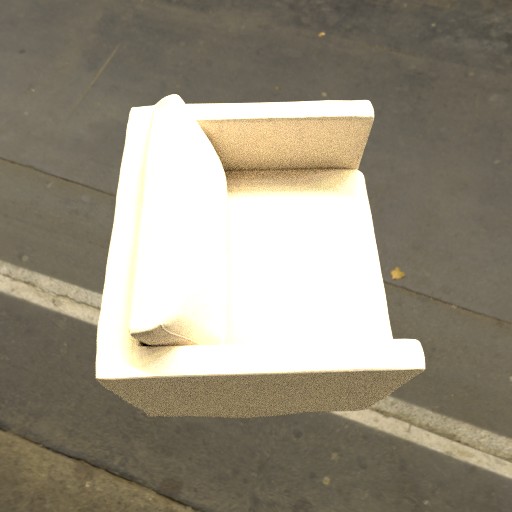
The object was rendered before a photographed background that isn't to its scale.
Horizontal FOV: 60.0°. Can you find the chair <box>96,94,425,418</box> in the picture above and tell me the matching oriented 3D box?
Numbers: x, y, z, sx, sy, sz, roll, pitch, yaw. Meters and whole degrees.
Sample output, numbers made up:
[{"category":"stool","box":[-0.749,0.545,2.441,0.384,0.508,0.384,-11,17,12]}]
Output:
[{"category":"chair","box":[0.000,0.000,1.688,0.947,0.851,1.057,-2,63,-1]}]
